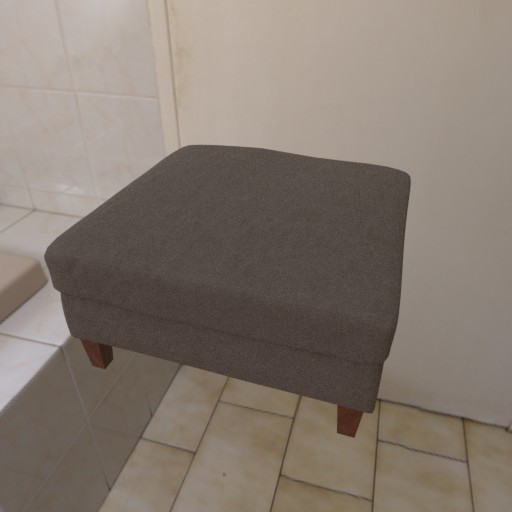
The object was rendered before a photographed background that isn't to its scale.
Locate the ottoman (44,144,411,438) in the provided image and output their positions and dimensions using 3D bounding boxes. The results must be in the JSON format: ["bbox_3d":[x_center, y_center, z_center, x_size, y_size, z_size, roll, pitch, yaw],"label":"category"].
[{"bbox_3d":[0.000,0.000,1.433,0.881,0.482,0.861,10,34,15],"label":"ottoman"}]
